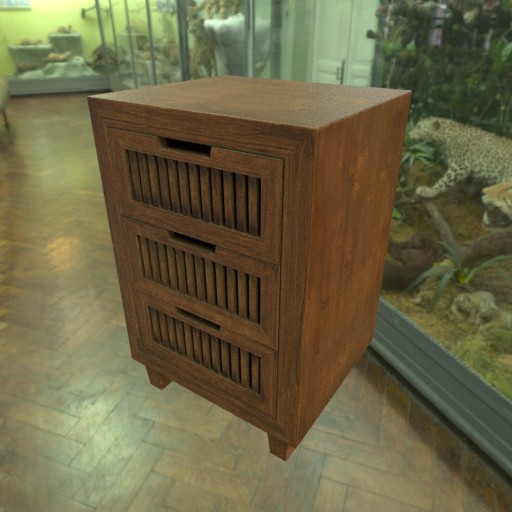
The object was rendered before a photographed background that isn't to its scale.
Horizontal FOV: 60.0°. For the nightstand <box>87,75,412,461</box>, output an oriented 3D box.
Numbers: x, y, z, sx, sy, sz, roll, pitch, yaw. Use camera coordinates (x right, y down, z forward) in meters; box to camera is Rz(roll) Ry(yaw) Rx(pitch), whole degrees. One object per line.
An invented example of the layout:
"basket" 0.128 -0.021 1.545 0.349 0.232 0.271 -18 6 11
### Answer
"nightstand" 0.000 0.000 0.998 0.465 0.695 0.410 18 33 30
